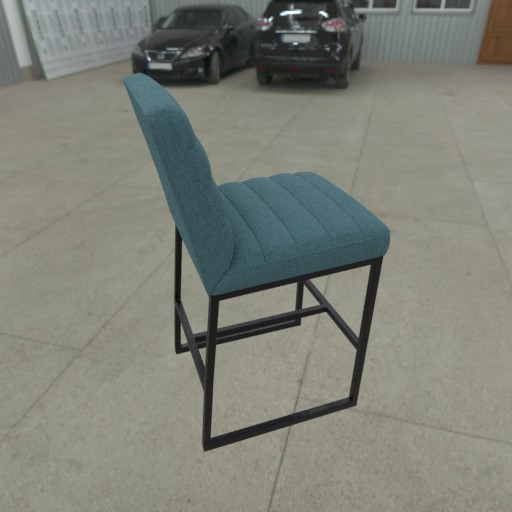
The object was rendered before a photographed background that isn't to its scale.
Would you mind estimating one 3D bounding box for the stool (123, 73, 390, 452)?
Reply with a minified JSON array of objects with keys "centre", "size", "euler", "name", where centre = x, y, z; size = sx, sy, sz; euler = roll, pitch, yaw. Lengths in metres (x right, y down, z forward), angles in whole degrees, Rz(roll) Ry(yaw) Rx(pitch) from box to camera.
[{"centre":[0.000,0.000,1.248],"size":[0.560,0.940,0.460],"euler":[-10,32,-17],"name":"stool"}]
